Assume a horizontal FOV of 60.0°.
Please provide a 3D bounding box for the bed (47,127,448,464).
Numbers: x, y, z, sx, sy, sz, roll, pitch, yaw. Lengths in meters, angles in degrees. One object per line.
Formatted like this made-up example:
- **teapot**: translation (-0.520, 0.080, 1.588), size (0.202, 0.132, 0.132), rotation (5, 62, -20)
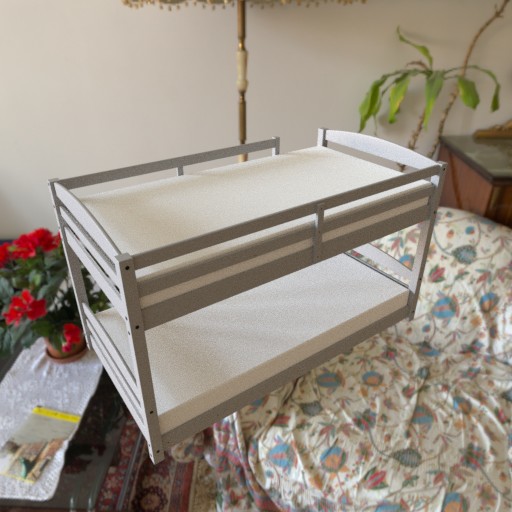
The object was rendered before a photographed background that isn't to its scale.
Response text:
- **bed**: translation (0.000, 0.000, 2.789), size (2.013, 1.206, 1.105), rotation (-19, 35, -30)
